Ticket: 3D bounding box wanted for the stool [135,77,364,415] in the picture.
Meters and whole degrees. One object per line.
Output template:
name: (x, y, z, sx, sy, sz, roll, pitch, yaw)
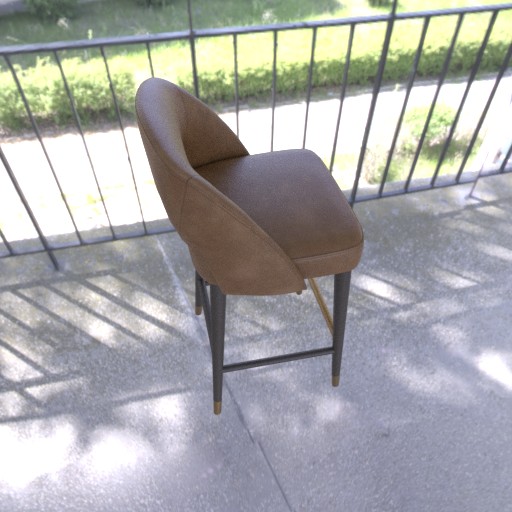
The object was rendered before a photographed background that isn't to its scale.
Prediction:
stool: (0.000, 0.000, 1.318, 0.509, 1.037, 0.494, -10, 48, -9)
